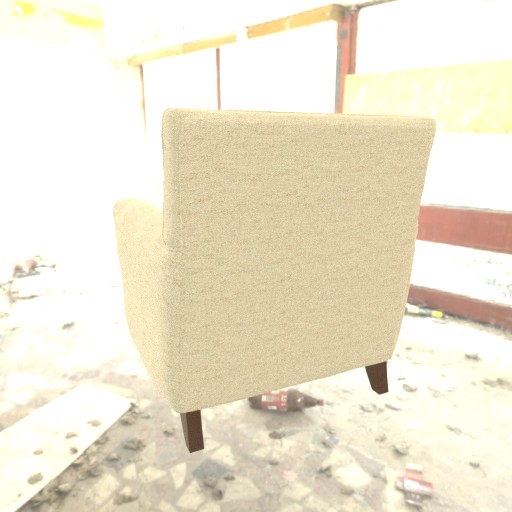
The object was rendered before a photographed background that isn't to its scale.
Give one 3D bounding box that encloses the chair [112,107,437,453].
[{"bbox_3d":[0.000,0.000,1.589,0.870,0.943,0.823,-7,16,-25],"label":"chair"}]
